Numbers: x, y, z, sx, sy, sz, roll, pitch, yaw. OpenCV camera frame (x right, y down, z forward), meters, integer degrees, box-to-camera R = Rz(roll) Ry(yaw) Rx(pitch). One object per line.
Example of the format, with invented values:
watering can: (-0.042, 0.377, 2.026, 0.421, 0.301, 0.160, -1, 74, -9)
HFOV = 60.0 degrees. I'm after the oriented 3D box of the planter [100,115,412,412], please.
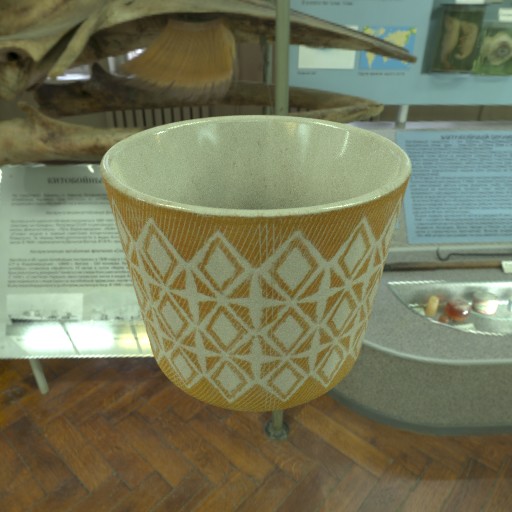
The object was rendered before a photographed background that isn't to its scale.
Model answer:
planter: (0.000, 0.000, 0.214, 0.126, 0.104, 0.126, 0, 31, 0)
